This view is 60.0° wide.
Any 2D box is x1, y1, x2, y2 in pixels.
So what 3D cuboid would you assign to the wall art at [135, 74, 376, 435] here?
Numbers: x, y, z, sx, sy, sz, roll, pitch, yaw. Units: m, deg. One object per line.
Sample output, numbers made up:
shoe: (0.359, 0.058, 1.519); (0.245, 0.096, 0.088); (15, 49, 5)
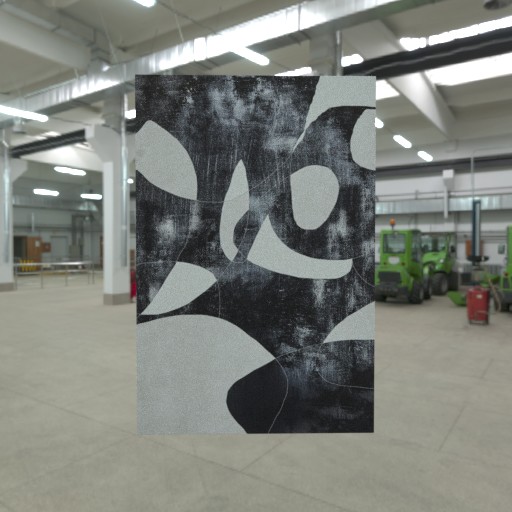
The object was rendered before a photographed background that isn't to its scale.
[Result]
wall art: (0.000, 0.000, 1.150); (0.610, 0.915, 0.041); (0, 1, -1)
